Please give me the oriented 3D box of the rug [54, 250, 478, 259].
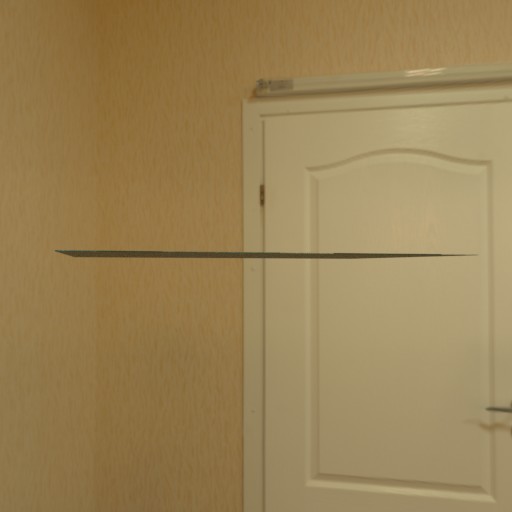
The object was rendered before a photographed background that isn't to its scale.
[{"bbox_3d":[0.000,0.000,3.081,2.420,0.005,1.528,0,-1,-19],"label":"rug"}]
